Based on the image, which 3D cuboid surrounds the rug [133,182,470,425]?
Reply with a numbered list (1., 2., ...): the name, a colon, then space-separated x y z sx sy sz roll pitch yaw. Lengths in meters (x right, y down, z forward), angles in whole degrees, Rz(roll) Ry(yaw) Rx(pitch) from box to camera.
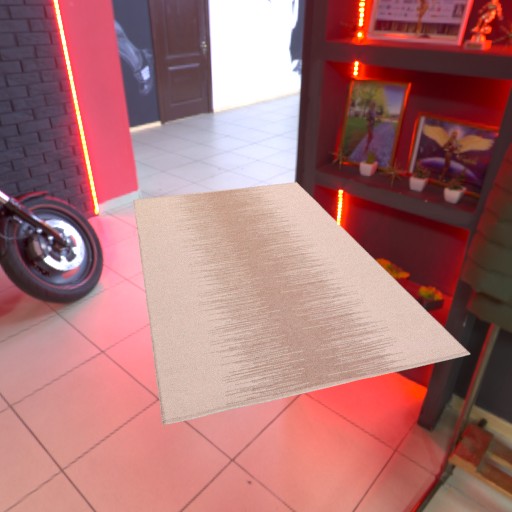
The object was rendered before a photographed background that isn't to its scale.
1. rug: 0.000 0.000 3.032 1.522 0.012 2.440 -8 32 -14
